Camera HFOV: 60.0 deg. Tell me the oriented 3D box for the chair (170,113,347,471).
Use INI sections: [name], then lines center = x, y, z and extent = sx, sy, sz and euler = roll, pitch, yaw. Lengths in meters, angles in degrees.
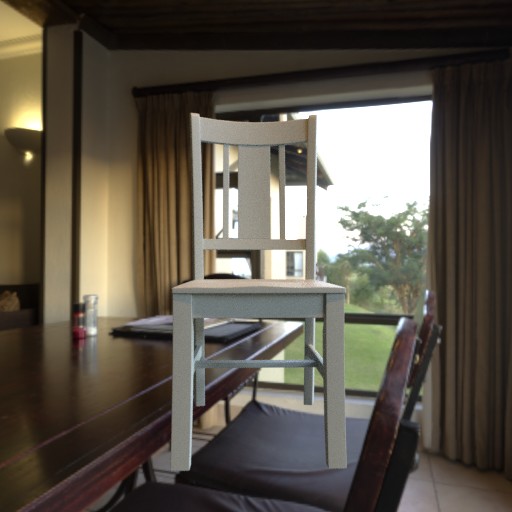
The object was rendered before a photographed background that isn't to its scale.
[chair]
center = 0.000, 0.000, 1.301
extent = 0.450, 0.998, 0.555
euler = 0, 0, -2
